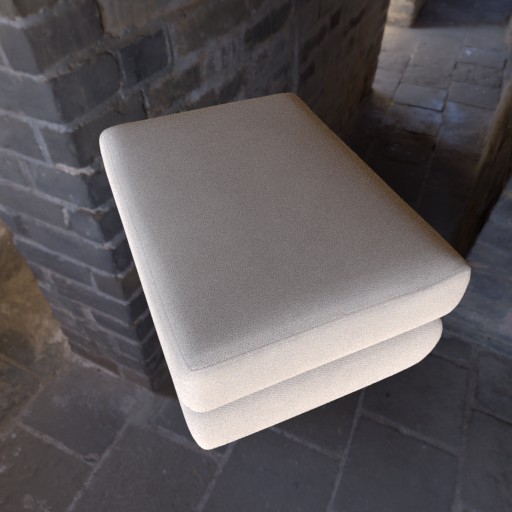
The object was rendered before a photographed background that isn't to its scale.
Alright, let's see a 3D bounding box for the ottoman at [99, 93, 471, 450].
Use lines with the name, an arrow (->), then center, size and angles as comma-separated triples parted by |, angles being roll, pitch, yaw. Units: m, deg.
ottoman -> 0.000, 0.000, 1.101 | 0.569, 0.504, 0.773 | -17, 49, -16
